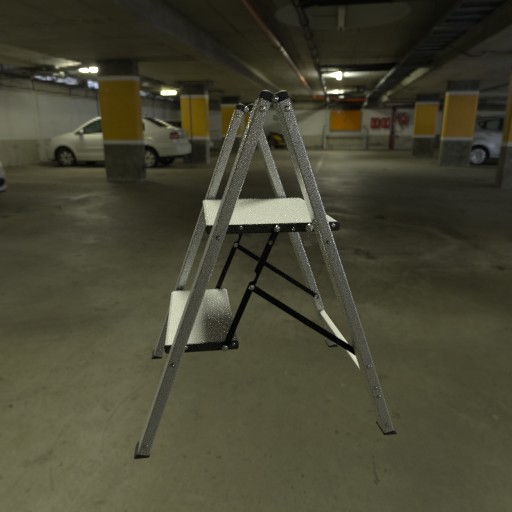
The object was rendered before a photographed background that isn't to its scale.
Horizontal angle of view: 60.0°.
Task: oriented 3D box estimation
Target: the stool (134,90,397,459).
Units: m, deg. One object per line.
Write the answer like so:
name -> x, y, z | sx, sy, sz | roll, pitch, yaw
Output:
stool -> 0.000, 0.000, 1.003 | 0.535, 0.670, 0.440 | -2, 16, -8
